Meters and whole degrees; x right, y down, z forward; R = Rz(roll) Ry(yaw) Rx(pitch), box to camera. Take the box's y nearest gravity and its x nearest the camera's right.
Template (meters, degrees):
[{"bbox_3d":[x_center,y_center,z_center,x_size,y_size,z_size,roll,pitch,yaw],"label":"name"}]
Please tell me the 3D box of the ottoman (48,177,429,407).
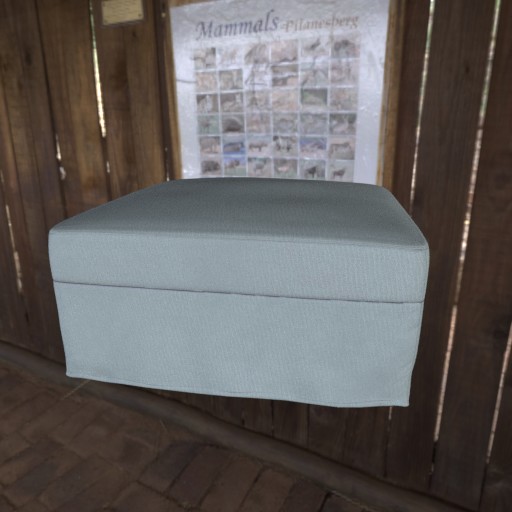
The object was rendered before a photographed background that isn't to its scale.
[{"bbox_3d":[0.000,0.000,1.347,0.842,0.441,0.843,3,17,9],"label":"ottoman"}]
